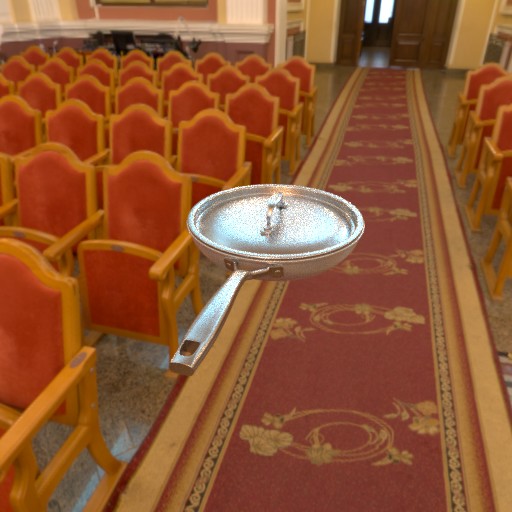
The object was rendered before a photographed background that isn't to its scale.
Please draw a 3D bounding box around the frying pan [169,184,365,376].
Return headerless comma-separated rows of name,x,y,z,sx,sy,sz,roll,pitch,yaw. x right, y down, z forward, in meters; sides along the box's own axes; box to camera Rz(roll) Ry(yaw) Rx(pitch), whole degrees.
frying pan,0.000,0.000,0.603,0.272,0.086,0.490,8,31,14
